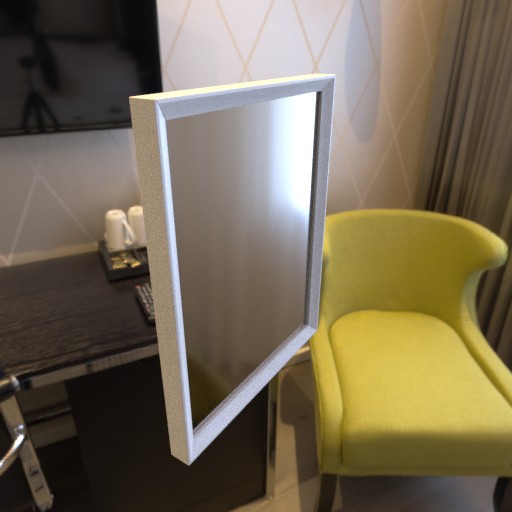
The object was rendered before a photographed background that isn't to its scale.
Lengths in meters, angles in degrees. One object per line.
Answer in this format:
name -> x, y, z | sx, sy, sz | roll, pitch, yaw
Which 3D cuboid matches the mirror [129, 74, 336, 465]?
mirror -> 0.000, 0.000, 0.697 | 0.041, 0.509, 0.406 | 17, 31, 30
